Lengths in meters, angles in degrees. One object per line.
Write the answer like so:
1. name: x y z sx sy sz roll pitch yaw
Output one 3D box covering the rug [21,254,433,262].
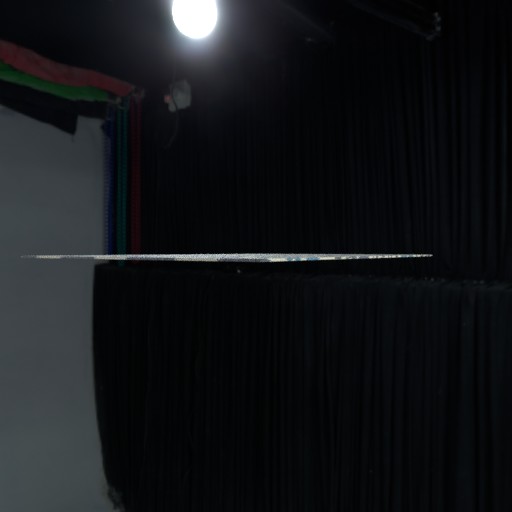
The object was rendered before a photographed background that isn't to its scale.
1. rug: 0.000 0.000 2.935 1.676 0.013 2.261 0 1 36
